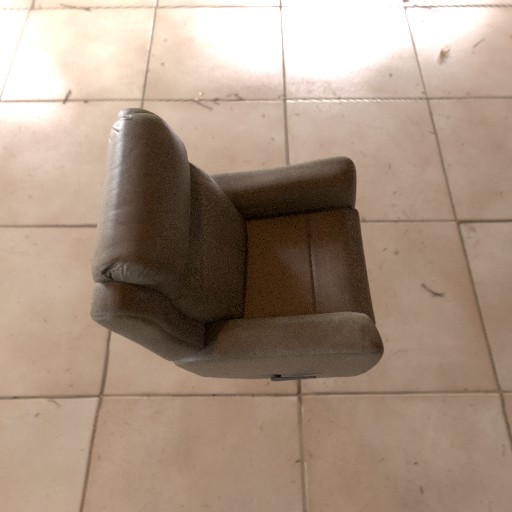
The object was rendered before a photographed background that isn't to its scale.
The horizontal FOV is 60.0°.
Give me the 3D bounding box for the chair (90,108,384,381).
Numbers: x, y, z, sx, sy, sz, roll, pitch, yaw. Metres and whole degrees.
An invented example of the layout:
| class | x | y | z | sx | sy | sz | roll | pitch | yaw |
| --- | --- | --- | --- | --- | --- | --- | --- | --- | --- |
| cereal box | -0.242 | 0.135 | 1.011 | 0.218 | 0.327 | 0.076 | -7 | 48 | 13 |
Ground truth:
| class | x | y | z | sx | sy | sz | roll | pitch | yaw |
| --- | --- | --- | --- | --- | --- | --- | --- | --- | --- |
| chair | 0.000 | 0.000 | 1.936 | 1.068 | 1.116 | 0.967 | -1 | 64 | -1 |
